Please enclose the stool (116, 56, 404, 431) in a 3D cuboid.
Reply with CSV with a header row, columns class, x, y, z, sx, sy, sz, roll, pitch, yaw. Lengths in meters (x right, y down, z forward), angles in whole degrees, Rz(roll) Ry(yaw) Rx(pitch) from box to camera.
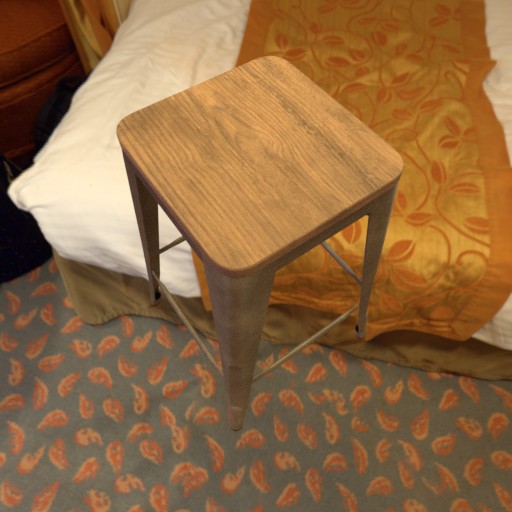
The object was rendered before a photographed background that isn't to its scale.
class,x,y,z,sx,sy,sz,roll,pitch,yaw
stool,0.000,0.000,0.892,0.407,0.607,0.407,-31,63,-18
